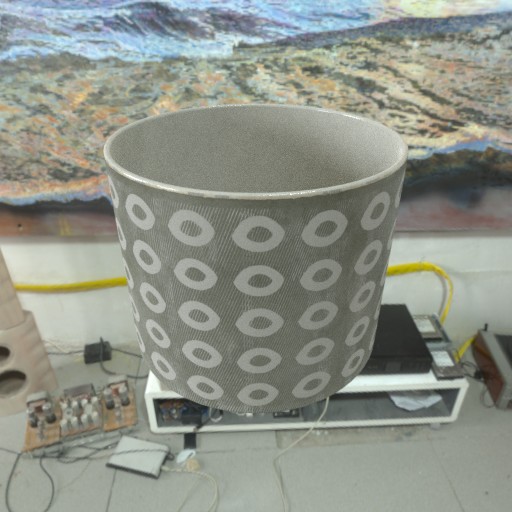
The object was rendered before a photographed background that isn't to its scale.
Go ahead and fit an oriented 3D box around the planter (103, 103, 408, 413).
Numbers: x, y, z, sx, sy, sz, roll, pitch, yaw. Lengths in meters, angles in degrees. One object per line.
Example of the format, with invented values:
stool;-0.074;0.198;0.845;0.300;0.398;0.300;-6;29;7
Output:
planter;0.000;0.000;0.440;0.250;0.239;0.250;0;31;0
